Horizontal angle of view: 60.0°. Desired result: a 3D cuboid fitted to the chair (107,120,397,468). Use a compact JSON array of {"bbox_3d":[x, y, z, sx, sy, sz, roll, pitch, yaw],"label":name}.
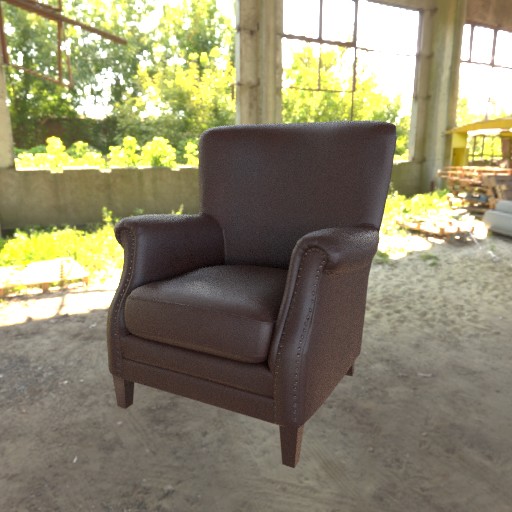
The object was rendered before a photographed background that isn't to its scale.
[{"bbox_3d":[0.000,0.000,1.317,0.700,0.800,0.746,6,14,27],"label":"chair"}]
